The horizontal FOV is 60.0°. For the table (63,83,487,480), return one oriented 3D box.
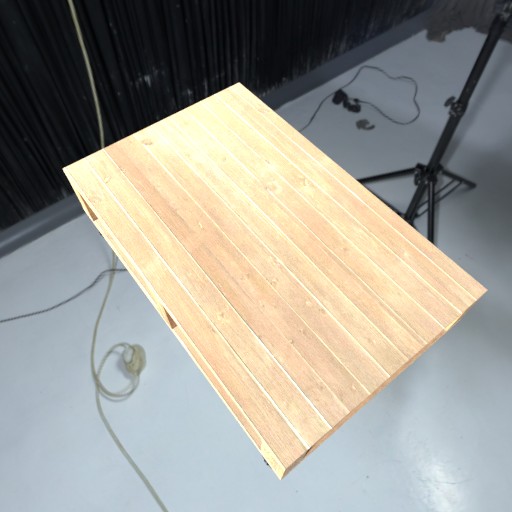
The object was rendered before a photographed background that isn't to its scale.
[{"bbox_3d":[0.000,0.000,1.699,0.827,0.413,1.299,-33,63,-19],"label":"table"}]
